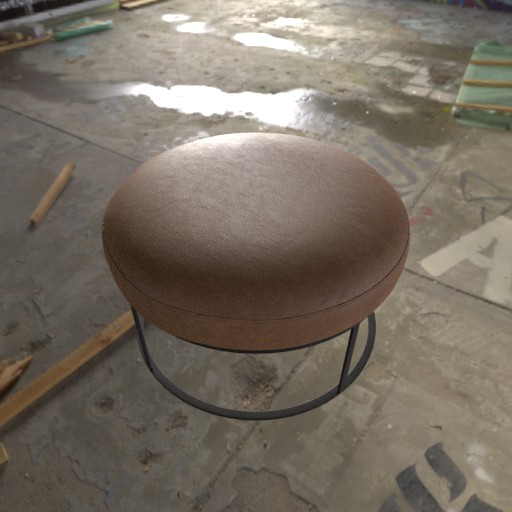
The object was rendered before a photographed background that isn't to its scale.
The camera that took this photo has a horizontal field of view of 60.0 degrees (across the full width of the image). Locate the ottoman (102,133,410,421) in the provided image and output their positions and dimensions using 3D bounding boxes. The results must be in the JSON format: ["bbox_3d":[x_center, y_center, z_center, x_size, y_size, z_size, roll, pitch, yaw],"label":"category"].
[{"bbox_3d":[0.000,0.000,1.241,0.771,0.460,0.771,0,42,0],"label":"ottoman"}]
